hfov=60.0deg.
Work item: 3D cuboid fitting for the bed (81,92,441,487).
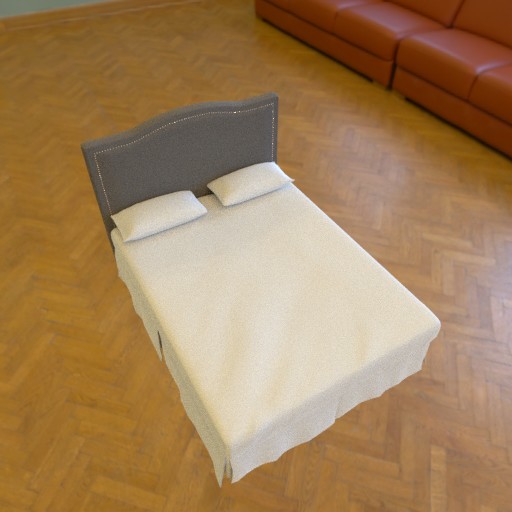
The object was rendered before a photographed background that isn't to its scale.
[{"bbox_3d":[0.000,0.000,3.340,1.821,1.436,2.282,-23,49,-21],"label":"bed"}]
